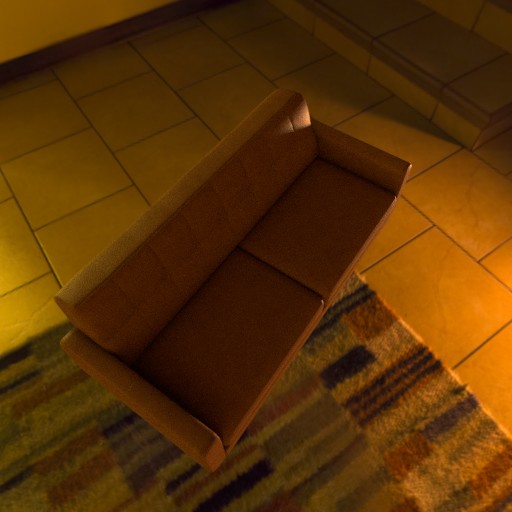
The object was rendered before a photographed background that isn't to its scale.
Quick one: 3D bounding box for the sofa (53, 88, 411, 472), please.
[{"bbox_3d":[0.000,0.000,2.637,0.980,0.892,2.137,31,62,18],"label":"sofa"}]
